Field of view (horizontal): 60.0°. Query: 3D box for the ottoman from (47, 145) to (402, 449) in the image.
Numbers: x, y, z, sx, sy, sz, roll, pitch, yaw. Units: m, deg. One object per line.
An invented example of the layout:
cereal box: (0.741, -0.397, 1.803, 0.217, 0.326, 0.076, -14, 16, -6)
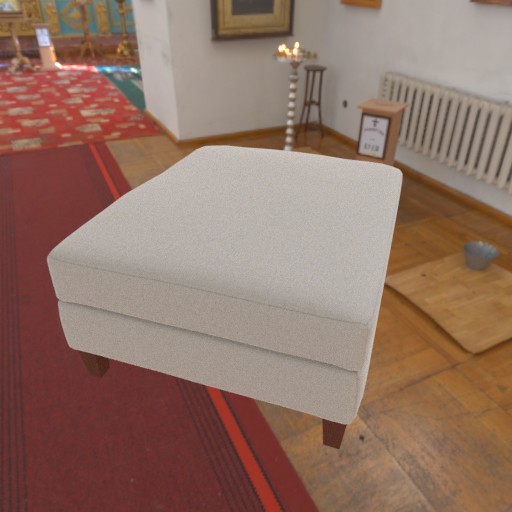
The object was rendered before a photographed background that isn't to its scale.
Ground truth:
ottoman: (0.000, 0.000, 1.476, 0.836, 0.492, 0.976, 10, 33, 16)
